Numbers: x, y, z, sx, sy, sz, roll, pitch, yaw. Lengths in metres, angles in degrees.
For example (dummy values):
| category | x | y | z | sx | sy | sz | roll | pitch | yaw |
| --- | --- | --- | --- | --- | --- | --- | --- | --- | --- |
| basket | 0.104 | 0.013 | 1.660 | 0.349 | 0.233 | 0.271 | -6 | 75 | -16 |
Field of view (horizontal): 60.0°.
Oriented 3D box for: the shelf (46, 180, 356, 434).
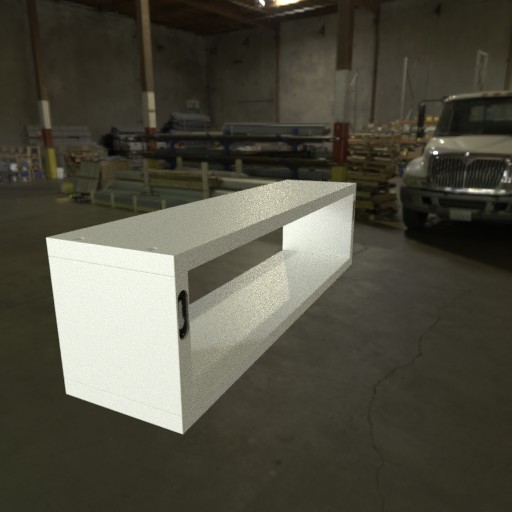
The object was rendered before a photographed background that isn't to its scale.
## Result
| category | x | y | z | sx | sy | sz | roll | pitch | yaw |
| --- | --- | --- | --- | --- | --- | --- | --- | --- | --- |
| shelf | 0.000 | 0.000 | 0.679 | 0.150 | 0.170 | 0.610 | 7 | 17 | 25 |
